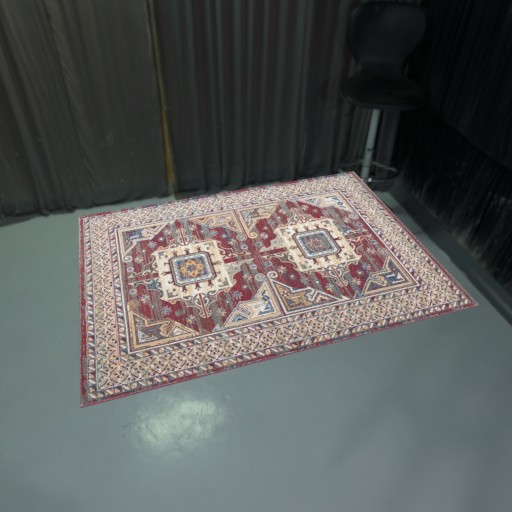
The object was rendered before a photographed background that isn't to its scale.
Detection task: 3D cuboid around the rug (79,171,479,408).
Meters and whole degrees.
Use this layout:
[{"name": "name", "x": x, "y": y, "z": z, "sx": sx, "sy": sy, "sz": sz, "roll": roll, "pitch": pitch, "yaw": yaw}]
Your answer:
[{"name": "rug", "x": 0.000, "y": 0.000, "z": 2.897, "sx": 2.210, "sy": 0.011, "sz": 1.599, "roll": -11, "pitch": 42, "yaw": -13}]
